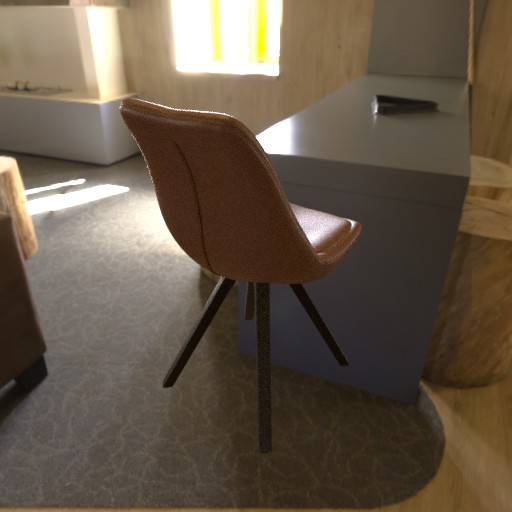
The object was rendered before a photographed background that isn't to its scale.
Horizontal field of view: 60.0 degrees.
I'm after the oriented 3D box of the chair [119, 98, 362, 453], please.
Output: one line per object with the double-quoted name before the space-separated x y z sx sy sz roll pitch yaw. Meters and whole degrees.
"chair" 0.000 0.000 1.187 0.475 0.850 0.550 21 35 32
